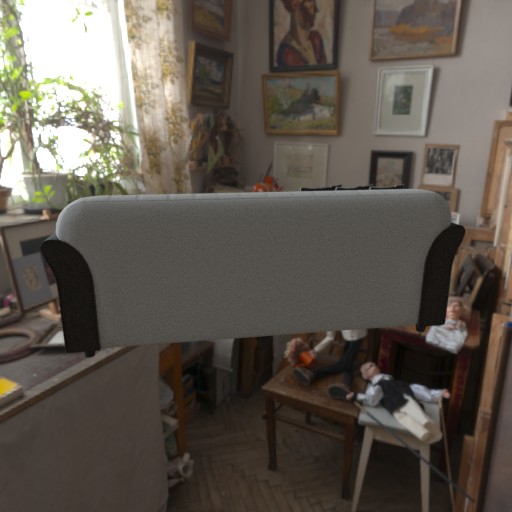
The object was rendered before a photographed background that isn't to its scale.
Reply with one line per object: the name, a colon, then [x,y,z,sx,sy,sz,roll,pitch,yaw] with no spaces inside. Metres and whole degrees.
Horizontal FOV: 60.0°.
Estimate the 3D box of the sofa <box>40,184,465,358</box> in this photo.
sofa: [0.000,0.000,2.462,2.001,0.787,0.755,-3,16,-9]
